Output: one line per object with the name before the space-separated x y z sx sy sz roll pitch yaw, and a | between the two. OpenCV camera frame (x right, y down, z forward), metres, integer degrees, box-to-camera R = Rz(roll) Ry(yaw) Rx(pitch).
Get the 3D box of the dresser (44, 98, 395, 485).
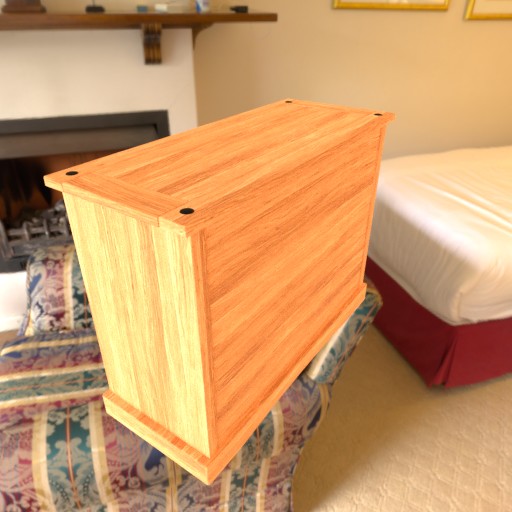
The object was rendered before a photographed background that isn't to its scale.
dresser | 0.000 0.000 1.375 0.410 0.740 0.990 20 36 30
